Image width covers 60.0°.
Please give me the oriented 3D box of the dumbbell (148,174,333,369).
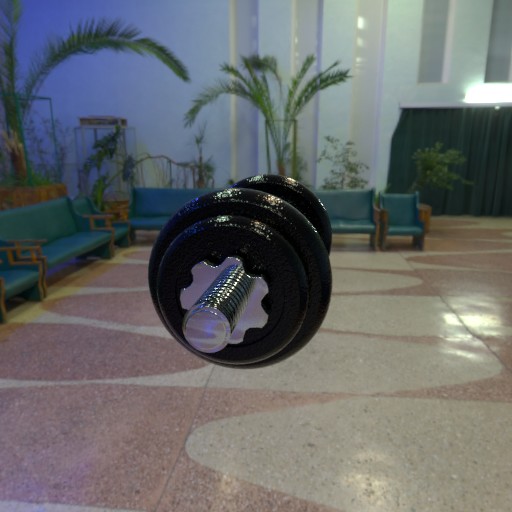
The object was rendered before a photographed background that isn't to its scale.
[{"bbox_3d":[0.000,0.000,0.593,0.202,0.202,0.497,2,14,9],"label":"dumbbell"}]
